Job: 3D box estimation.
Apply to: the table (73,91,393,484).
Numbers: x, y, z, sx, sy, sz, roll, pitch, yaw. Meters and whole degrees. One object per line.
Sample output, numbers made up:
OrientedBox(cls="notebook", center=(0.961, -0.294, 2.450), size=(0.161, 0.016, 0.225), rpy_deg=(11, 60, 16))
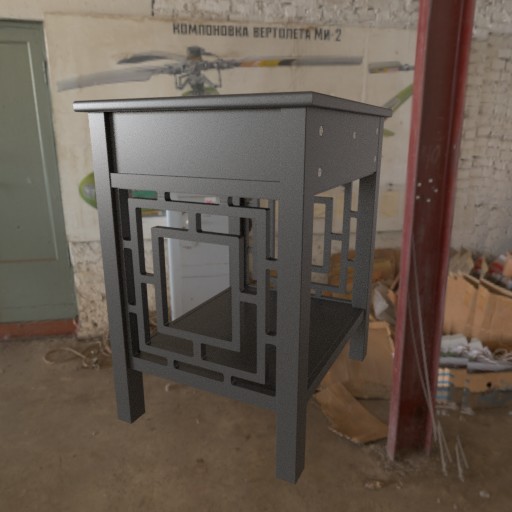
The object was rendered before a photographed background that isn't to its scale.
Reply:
OrientedBox(cls="table", center=(0.000, 0.000, 1.005), size=(0.451, 0.646, 0.564), rpy_deg=(8, 17, 26))
